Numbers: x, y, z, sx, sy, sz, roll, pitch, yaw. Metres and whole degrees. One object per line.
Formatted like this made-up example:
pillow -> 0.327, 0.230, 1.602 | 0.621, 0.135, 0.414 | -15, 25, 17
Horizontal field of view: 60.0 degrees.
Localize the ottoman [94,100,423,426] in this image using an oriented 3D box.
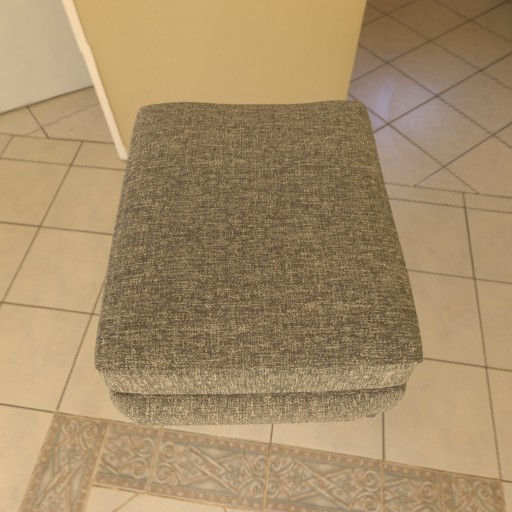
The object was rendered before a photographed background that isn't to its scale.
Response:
ottoman -> 0.000, 0.000, 1.182 | 0.683, 0.480, 0.828 | -1, 58, -1
